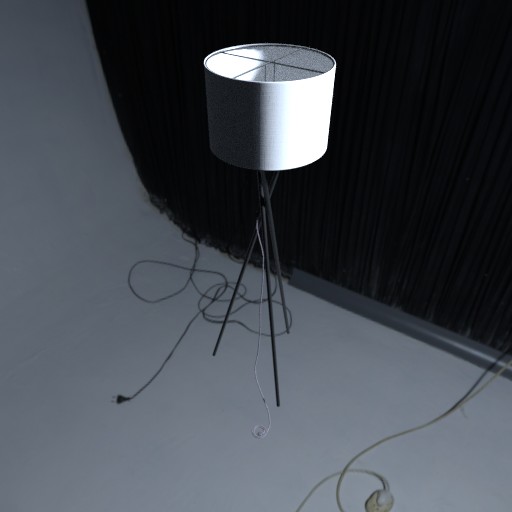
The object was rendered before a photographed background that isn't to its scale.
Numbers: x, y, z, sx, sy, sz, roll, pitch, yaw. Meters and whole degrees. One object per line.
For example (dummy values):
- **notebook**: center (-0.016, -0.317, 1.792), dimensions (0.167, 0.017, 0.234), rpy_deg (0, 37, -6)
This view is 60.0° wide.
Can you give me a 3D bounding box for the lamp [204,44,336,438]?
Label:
- **lamp**: center (0.000, 0.000, 1.955), dimensions (0.522, 1.624, 0.667), rpy_deg (23, 45, 26)
